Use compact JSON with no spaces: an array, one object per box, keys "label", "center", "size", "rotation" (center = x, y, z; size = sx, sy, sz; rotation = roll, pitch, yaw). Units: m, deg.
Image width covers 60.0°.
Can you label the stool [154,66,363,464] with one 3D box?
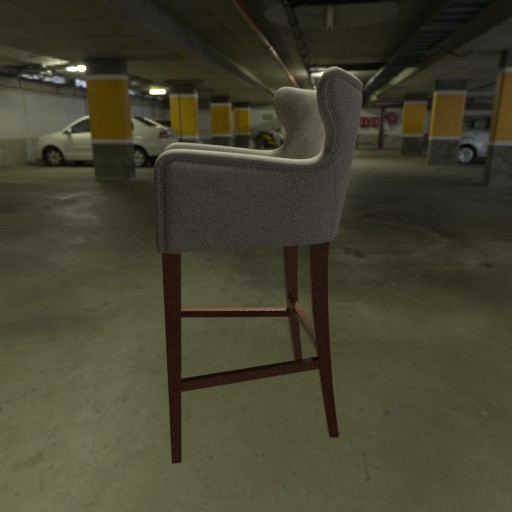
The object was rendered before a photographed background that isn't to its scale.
[{"label":"stool","center":[0.000,0.000,1.397],"size":[0.575,1.047,0.575],"rotation":[-3,16,-9]}]
